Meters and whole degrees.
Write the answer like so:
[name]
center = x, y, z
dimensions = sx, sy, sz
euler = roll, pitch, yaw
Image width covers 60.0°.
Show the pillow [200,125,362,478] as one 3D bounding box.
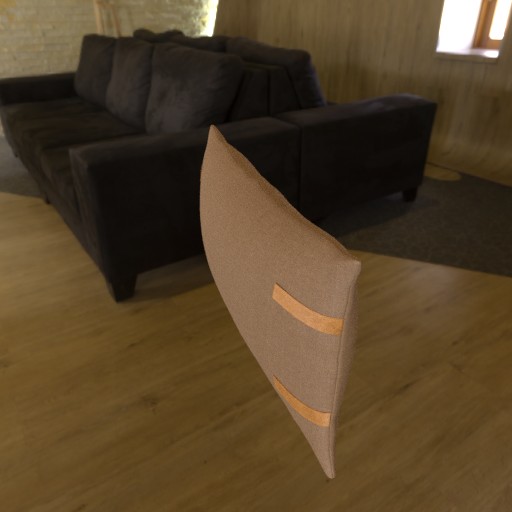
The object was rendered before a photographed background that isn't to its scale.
[pillow]
center = 0.000, 0.000, 0.724
dimensions = 0.148, 0.308, 0.612
euler = -9, 30, -16
